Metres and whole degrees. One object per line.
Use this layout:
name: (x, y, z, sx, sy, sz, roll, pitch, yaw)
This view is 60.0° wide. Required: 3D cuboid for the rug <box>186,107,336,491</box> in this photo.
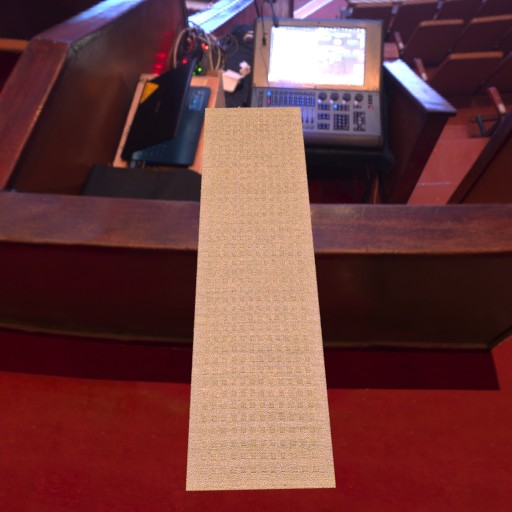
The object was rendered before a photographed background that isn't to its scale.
rug: (0.000, 0.000, 2.617, 0.686, 0.006, 2.437, -1, 61, -1)
